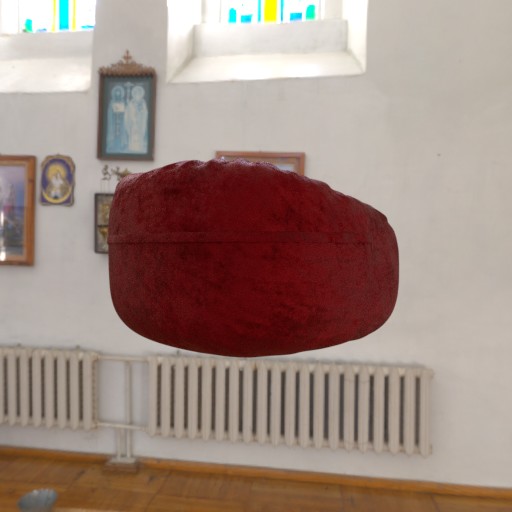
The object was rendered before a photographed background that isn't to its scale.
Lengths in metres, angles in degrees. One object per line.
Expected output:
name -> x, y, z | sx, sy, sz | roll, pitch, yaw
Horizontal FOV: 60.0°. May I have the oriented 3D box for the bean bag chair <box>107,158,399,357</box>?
bean bag chair -> 0.000, 0.000, 2.445 | 1.524, 0.878, 1.524 | -1, 1, -38
